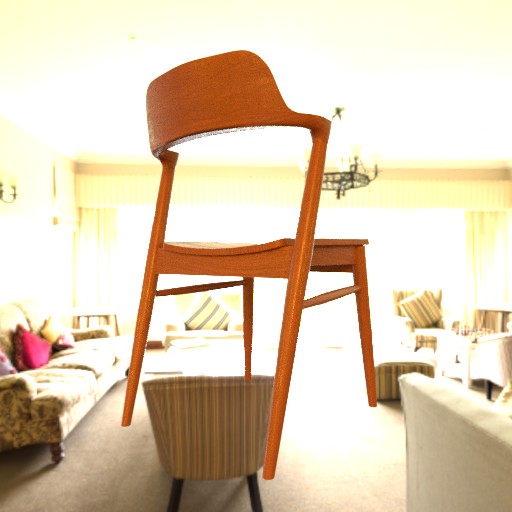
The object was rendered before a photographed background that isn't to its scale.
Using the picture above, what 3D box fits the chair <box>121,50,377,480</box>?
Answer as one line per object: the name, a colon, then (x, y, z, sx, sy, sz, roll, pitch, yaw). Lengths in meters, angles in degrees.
chair: (0.000, 0.000, 1.117, 0.496, 0.801, 0.499, 0, 0, 37)
